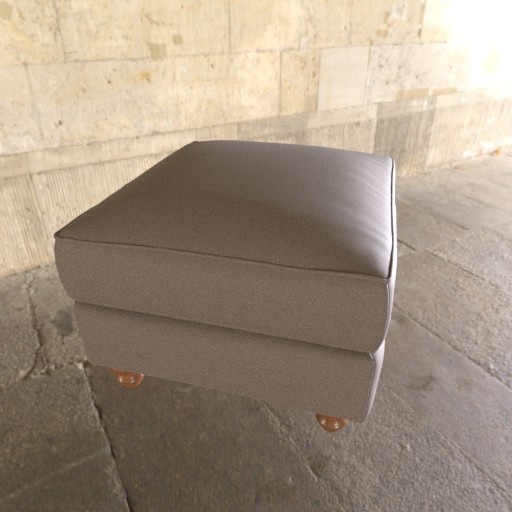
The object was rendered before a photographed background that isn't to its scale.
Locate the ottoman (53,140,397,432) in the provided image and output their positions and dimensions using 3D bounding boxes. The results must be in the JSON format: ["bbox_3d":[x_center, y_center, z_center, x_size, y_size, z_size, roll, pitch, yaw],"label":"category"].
[{"bbox_3d":[0.000,0.000,1.139,0.662,0.505,0.721,8,30,13],"label":"ottoman"}]
